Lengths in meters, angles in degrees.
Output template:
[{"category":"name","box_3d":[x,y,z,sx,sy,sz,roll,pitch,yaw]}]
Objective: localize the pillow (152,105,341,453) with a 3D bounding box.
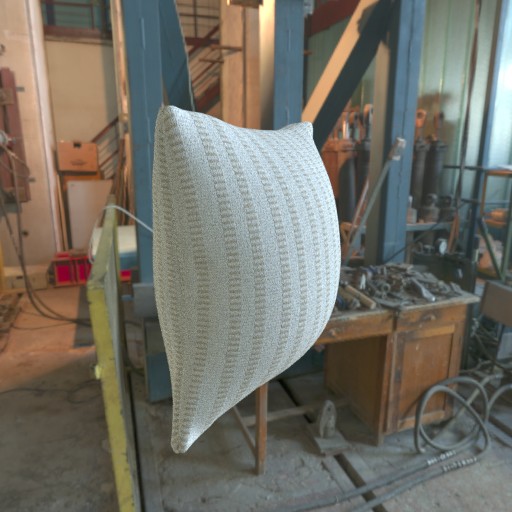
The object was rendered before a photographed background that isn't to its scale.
[{"category":"pillow","box_3d":[0.000,0.000,0.691,0.247,0.419,0.438,7,16,26]}]
